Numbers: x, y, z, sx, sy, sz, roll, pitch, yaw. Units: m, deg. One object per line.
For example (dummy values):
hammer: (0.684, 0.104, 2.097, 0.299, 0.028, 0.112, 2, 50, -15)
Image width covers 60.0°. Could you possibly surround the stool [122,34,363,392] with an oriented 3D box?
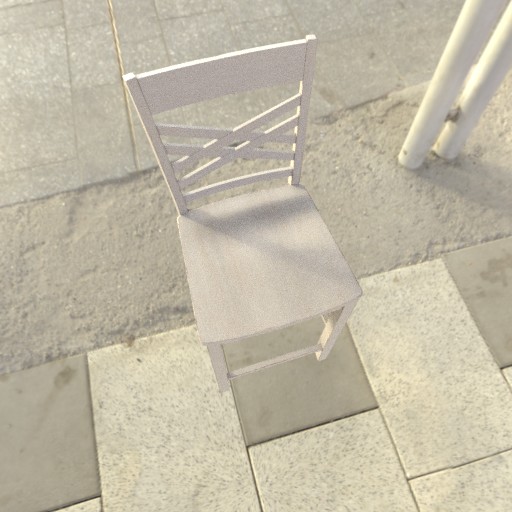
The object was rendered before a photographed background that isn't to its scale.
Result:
stool: (0.000, 0.000, 1.380, 0.462, 1.079, 0.539, -16, 64, -8)
